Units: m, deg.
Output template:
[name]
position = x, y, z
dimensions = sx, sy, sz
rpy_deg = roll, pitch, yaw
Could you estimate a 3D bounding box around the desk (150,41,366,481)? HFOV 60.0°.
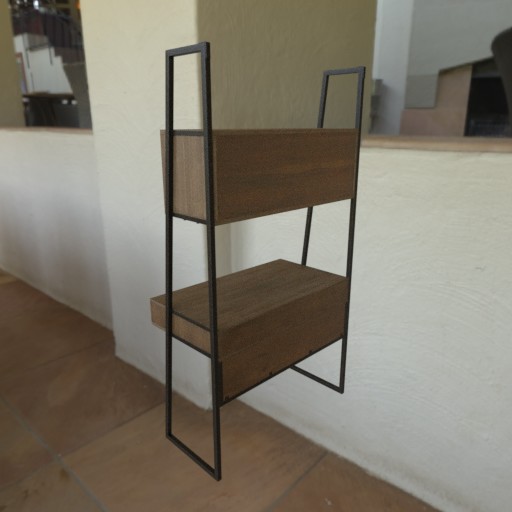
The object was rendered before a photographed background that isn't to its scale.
[desk]
position = 0.000, 0.000, 2.236
dimensions = 0.982, 1.809, 0.515
rpy_deg = -16, 23, -42
